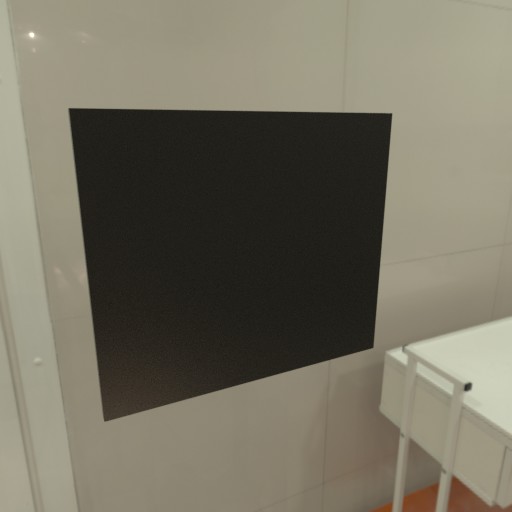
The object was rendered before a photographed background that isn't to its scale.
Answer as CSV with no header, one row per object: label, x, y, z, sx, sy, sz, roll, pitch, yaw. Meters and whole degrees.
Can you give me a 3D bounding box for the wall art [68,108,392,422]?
wall art,0.000,0.000,0.533,0.383,0.332,0.012,-8,18,-25
